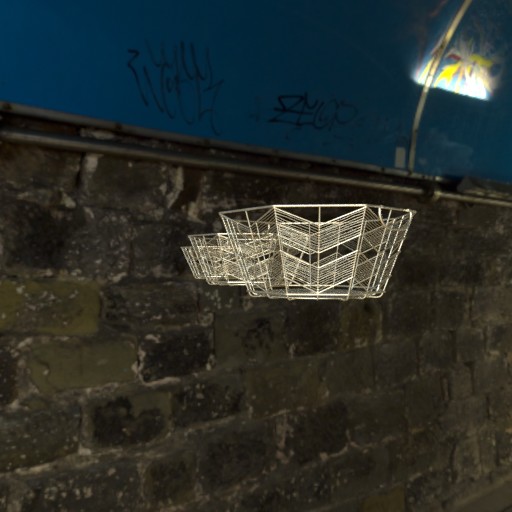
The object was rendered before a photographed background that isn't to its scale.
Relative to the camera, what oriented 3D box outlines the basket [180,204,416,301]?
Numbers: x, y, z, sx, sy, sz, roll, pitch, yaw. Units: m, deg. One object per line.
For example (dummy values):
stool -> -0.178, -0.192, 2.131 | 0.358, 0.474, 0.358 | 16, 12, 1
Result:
basket -> 0.000, 0.000, 1.371 | 0.432, 0.178, 1.246 | 0, 0, -18
